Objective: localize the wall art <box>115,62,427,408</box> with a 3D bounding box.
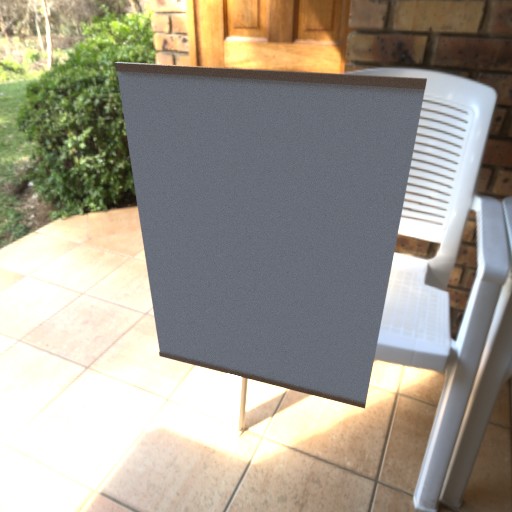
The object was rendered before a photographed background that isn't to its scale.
[{"bbox_3d":[0.000,0.000,1.298,0.758,1.016,0.013,10,33,16],"label":"wall art"}]
